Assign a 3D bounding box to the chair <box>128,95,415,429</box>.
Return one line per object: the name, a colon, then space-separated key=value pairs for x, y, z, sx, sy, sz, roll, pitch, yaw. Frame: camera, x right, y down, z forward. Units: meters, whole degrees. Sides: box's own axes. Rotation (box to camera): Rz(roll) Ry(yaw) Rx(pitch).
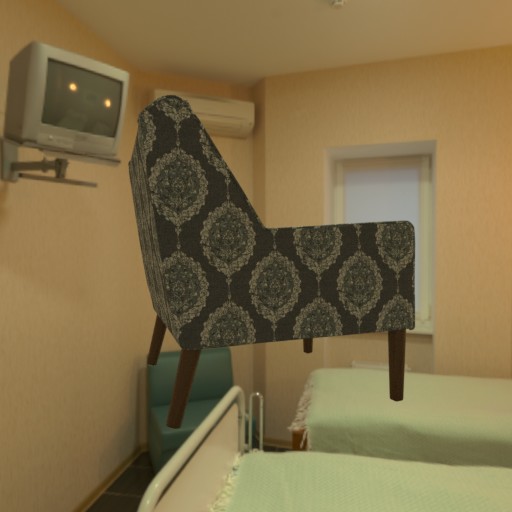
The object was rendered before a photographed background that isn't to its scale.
chair: x=0.000 y=0.000 z=1.387 sx=0.743 sy=0.792 sz=0.663 roll=0 pitch=1 yaw=-18
